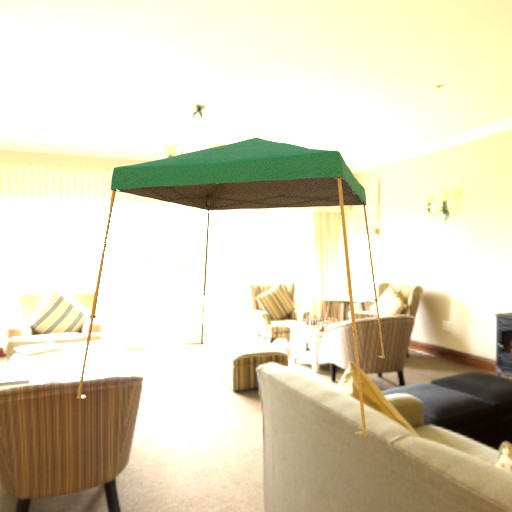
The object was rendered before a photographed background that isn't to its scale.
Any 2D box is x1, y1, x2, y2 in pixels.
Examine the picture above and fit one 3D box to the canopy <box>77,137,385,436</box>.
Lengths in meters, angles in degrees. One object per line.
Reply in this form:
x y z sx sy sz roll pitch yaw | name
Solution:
0.000 0.000 5.342 2.850 2.850 2.849 0 0 19 | canopy
